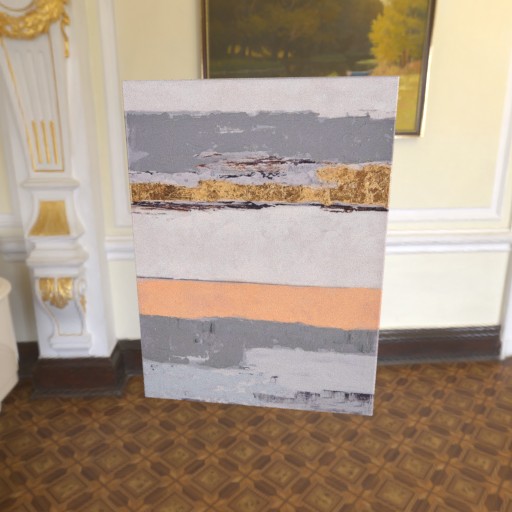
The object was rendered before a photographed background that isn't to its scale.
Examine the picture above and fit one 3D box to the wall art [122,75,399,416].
[{"bbox_3d":[0.000,0.000,0.817,0.456,0.609,0.038,2,15,8],"label":"wall art"}]
